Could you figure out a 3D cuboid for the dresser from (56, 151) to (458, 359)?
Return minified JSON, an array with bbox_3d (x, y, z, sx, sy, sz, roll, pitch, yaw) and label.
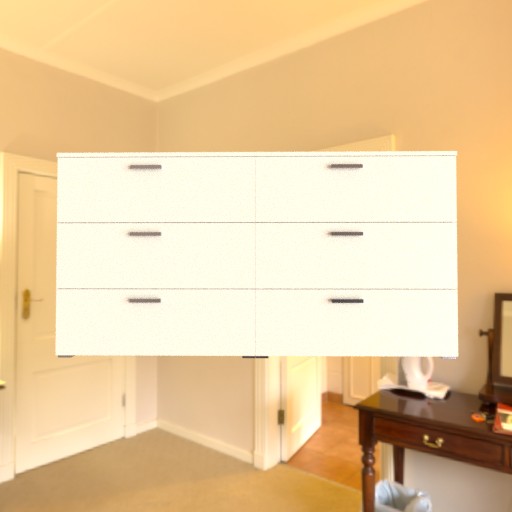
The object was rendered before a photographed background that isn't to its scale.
[{"bbox_3d":[0.000,0.000,1.839,1.535,0.790,0.333,0,-1,1],"label":"dresser"}]
